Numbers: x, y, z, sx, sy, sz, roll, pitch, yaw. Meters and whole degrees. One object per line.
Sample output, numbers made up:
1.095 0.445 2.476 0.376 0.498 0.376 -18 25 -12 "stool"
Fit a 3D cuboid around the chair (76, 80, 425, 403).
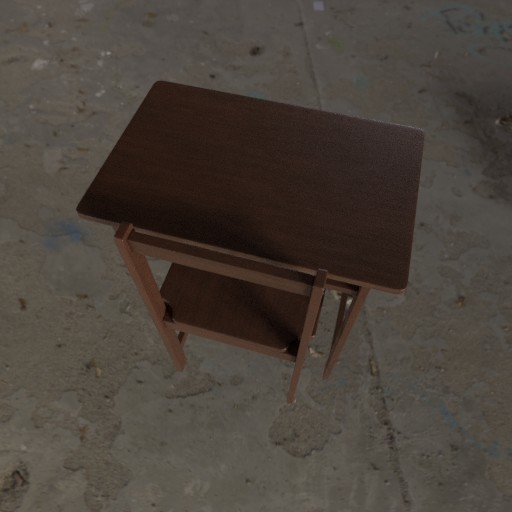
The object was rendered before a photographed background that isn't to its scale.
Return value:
0.000 0.000 1.071 0.599 0.673 0.463 13 59 8 "chair"
